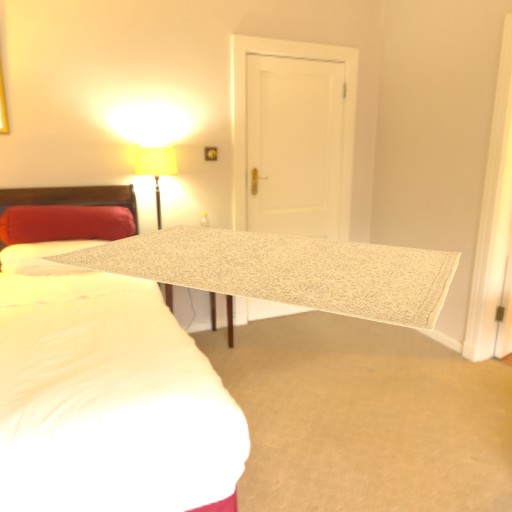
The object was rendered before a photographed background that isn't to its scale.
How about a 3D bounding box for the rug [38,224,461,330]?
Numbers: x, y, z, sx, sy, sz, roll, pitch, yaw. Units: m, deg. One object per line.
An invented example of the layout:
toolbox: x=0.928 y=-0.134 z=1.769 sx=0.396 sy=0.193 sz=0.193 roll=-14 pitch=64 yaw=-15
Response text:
rug: x=0.000 y=0.000 z=2.984 sx=2.434 sy=0.023 sz=1.518 roll=7 pitch=16 yaw=27
